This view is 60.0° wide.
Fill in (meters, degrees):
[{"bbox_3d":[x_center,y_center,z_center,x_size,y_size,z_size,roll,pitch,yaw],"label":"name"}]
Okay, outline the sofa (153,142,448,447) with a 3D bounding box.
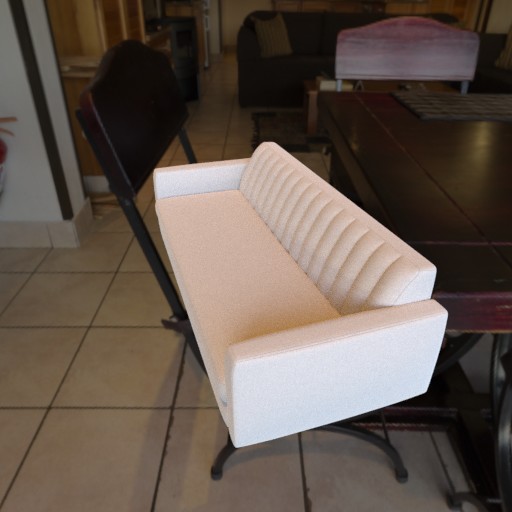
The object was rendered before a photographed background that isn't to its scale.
[{"bbox_3d":[0.000,0.000,2.763,0.990,0.821,2.291,-10,32,-16],"label":"sofa"}]
